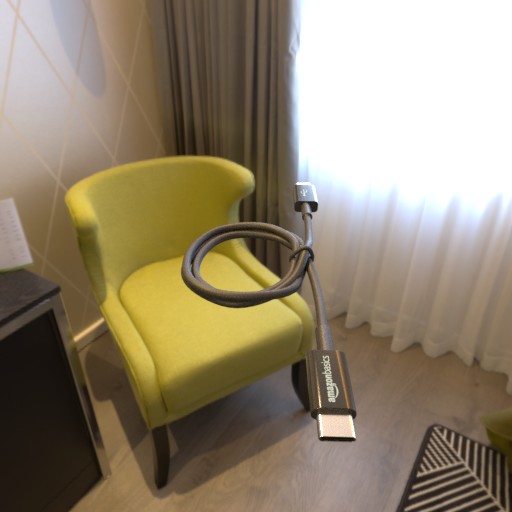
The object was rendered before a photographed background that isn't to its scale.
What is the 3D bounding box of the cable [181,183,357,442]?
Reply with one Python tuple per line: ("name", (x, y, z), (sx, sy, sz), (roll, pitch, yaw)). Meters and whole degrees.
("cable", (0.000, 0.000, 0.211), (0.070, 0.014, 0.192), (1, 32, 2))
